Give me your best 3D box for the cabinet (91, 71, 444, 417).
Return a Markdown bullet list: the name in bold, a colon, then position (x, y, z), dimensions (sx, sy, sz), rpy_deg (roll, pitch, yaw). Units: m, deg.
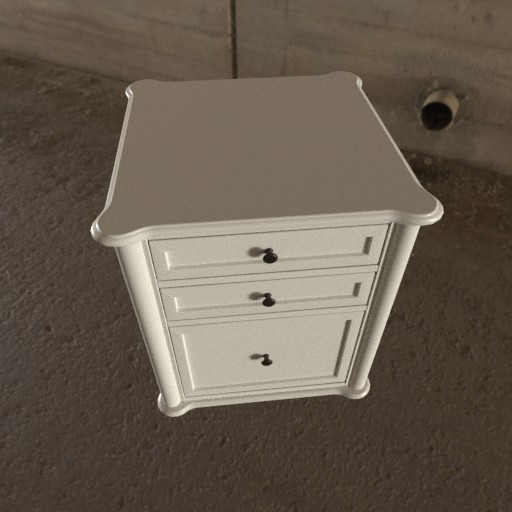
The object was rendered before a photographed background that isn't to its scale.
- **cabinet**: position (0.000, 0.000, 1.237), dimensions (0.628, 0.761, 0.627), rpy_deg (-4, 45, -4)
